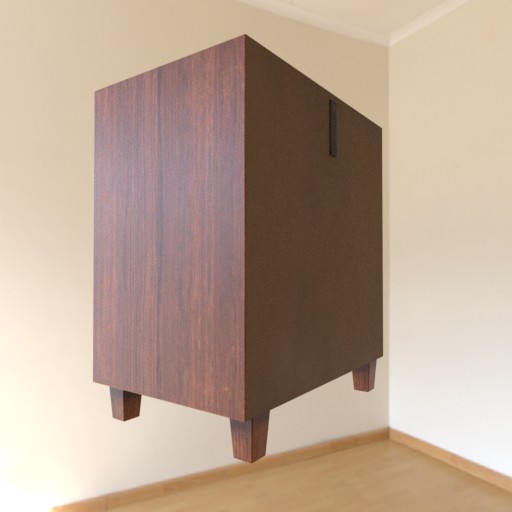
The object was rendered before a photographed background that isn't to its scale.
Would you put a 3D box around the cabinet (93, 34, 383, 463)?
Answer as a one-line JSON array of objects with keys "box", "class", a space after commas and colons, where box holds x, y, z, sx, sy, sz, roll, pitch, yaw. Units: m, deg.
[{"box": [0.000, 0.000, 1.059, 0.410, 0.695, 0.607, -1, -1, 36], "class": "cabinet"}]
